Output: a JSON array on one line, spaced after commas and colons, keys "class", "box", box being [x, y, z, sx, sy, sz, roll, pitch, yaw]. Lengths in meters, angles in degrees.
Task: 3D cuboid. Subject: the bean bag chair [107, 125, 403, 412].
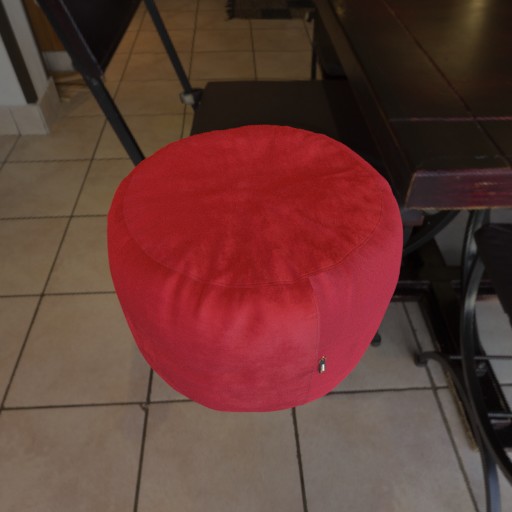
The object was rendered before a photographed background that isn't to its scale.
[{"class": "bean bag chair", "box": [0.000, 0.000, 1.968, 1.219, 0.762, 1.219, 0, 45, 0]}]
